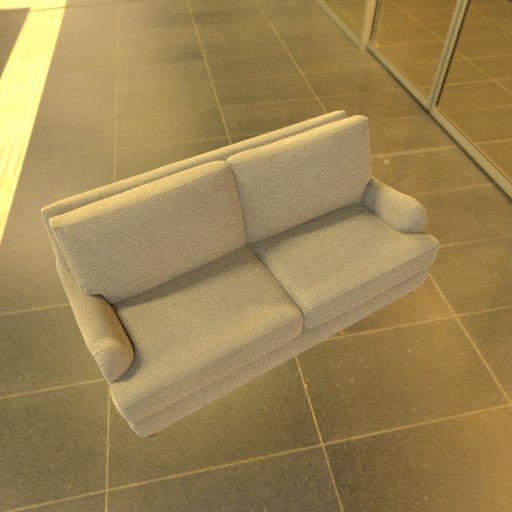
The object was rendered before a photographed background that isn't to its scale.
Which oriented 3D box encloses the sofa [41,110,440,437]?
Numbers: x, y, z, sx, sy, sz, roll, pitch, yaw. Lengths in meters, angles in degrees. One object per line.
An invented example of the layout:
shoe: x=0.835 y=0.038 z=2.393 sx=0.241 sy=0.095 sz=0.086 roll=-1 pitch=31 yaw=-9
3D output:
sofa: x=0.000 y=0.000 z=2.624 sx=2.070 sy=0.997 sz=1.091 roll=-24 pitch=51 yaw=-21
